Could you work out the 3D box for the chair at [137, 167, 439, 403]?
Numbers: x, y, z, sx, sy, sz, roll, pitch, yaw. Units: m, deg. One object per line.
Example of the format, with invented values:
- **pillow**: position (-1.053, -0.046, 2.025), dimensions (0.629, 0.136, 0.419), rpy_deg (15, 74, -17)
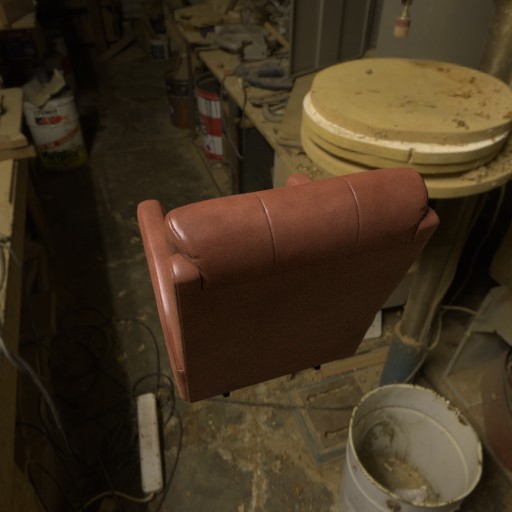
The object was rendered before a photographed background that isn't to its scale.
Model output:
- **chair**: position (0.000, 0.000, 1.669), dimensions (0.787, 1.016, 0.939), rpy_deg (-13, 42, -14)
